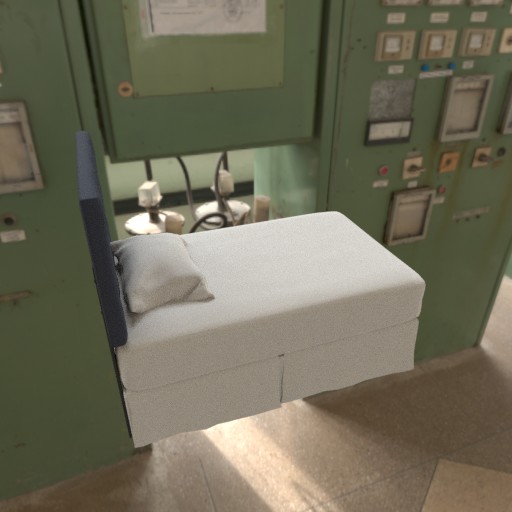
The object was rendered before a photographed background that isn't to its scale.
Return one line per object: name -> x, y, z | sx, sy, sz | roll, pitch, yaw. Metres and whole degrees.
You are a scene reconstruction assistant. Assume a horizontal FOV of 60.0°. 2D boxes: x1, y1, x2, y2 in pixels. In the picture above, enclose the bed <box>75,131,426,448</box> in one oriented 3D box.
bed -> 0.000, 0.000, 2.965 | 1.997, 1.571, 1.261 | -11, 32, -17
